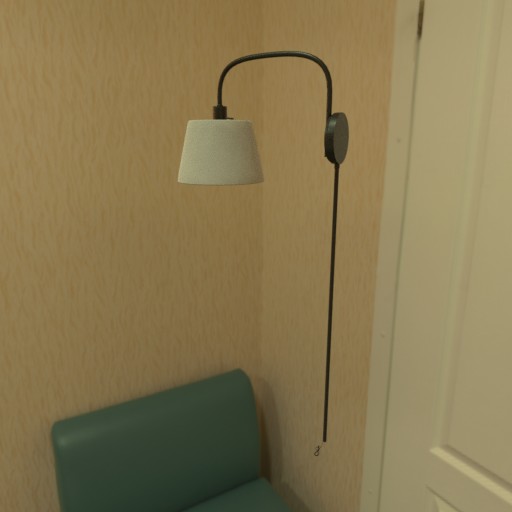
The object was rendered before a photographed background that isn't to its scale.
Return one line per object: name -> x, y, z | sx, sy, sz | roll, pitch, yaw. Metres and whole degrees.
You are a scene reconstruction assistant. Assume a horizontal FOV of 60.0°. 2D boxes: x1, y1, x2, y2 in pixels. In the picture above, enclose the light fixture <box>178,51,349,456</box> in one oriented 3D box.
light fixture -> 0.000, 0.000, 0.473 | 0.176, 0.399, 0.092 | 8, 16, 27
